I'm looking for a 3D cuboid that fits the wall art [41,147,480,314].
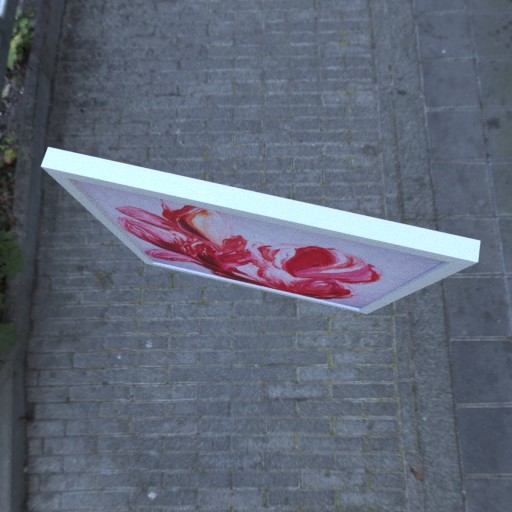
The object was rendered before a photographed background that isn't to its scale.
[{"bbox_3d":[0.000,0.000,0.672,0.455,0.453,0.023,13,76,3],"label":"wall art"}]
